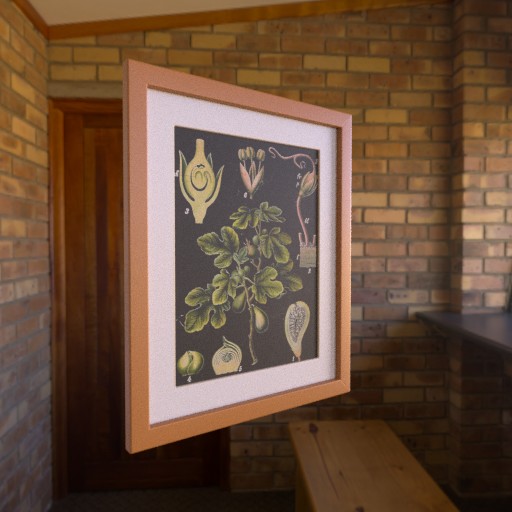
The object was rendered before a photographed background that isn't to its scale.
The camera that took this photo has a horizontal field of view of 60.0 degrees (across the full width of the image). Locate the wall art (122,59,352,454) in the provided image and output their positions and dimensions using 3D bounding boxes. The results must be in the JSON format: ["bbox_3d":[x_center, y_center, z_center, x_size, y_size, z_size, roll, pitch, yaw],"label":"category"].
[{"bbox_3d":[0.000,0.000,0.519,0.310,0.379,0.015,-1,2,-36],"label":"wall art"}]
